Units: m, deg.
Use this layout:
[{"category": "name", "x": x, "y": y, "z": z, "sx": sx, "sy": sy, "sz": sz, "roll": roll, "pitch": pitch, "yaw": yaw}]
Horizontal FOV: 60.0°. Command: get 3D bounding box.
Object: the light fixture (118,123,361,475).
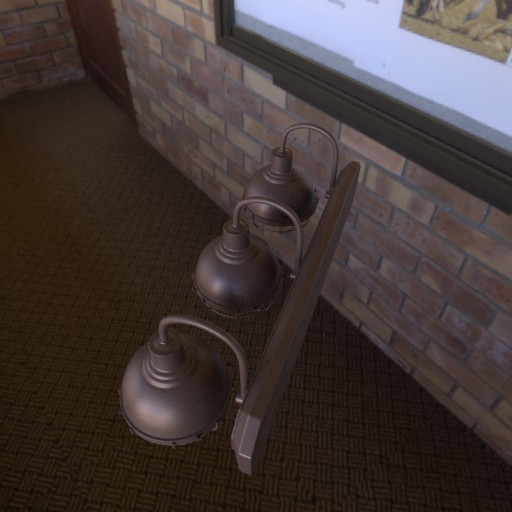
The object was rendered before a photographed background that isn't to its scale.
[{"category": "light fixture", "x": 0.000, "y": 0.000, "z": 0.750, "sx": 0.229, "sy": 0.254, "sz": 0.634, "roll": 15, "pitch": 47, "yaw": 14}]
